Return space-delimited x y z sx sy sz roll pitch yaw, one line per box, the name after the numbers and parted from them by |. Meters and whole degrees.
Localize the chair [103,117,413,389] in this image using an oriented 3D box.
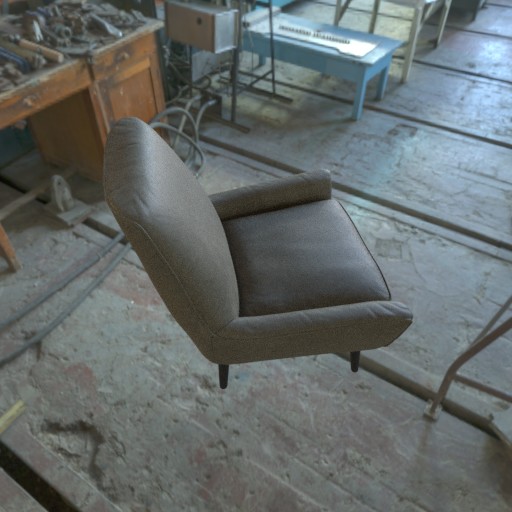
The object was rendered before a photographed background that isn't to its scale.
0.000 0.000 1.528 0.824 0.888 0.787 -9 46 -9 | chair
